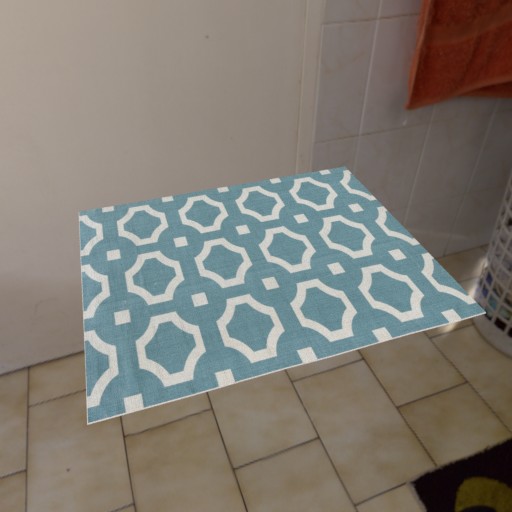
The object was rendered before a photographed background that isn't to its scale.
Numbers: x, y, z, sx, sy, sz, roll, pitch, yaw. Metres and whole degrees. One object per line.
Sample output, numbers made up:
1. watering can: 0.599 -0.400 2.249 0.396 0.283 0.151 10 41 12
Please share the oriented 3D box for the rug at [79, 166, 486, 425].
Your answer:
1. rug: 0.000 0.000 4.050 3.049 0.021 2.466 -12 42 -14
